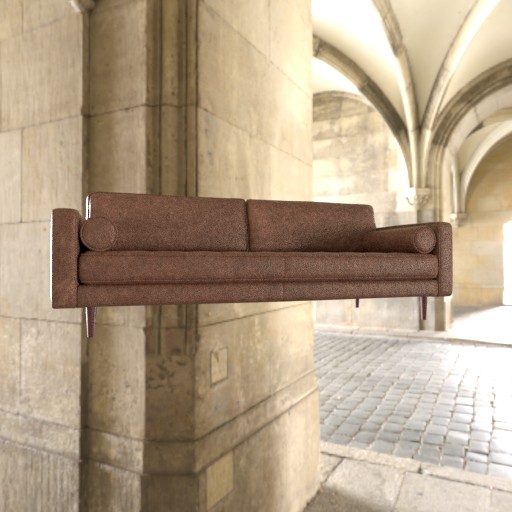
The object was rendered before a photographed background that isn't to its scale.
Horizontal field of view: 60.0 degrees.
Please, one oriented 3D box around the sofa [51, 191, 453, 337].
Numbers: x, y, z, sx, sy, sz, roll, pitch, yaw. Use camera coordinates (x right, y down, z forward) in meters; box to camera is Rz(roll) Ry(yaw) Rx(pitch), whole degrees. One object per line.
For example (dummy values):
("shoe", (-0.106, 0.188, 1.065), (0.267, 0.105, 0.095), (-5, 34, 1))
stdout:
("sofa", (0.000, 0.000, 2.694), (2.210, 0.762, 0.914), (0, -1, -19))
